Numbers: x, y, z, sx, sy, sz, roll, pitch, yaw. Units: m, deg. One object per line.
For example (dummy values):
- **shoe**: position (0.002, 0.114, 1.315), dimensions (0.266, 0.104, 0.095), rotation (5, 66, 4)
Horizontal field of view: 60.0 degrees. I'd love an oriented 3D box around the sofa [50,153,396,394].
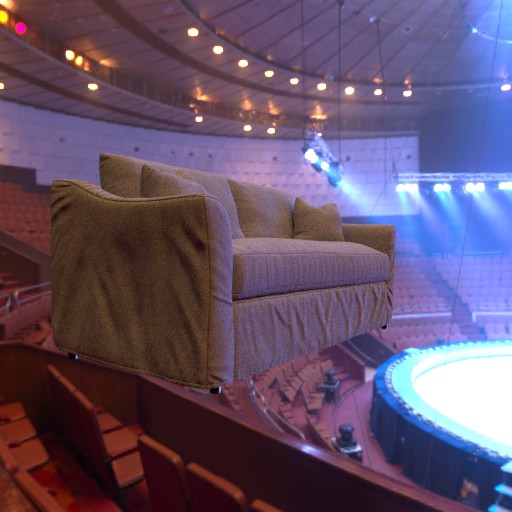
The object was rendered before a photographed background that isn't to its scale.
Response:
- **sofa**: position (0.000, 0.000, 2.653), dimensions (1.072, 1.018, 2.010), rotation (0, 0, 36)
